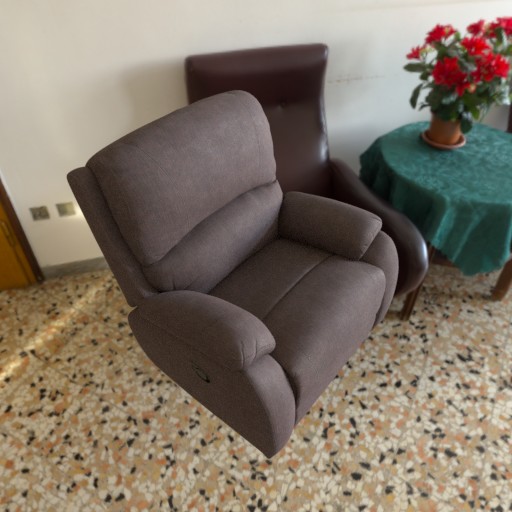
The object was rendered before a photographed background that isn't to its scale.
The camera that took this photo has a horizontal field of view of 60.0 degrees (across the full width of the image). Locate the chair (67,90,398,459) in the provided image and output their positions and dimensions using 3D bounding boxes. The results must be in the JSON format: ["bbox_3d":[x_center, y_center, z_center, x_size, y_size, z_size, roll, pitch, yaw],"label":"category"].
[{"bbox_3d":[0.000,0.000,1.727,0.899,1.011,0.930,28,49,28],"label":"chair"}]
